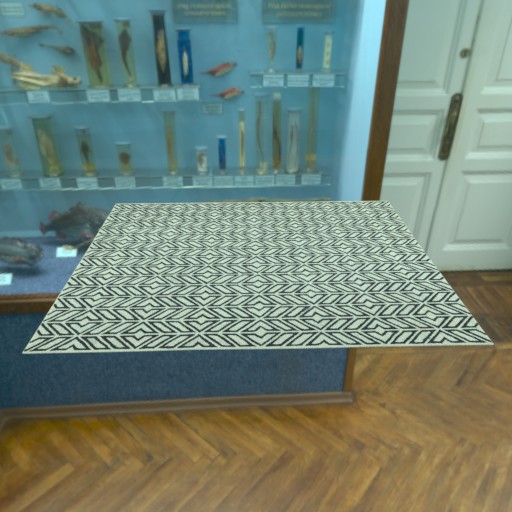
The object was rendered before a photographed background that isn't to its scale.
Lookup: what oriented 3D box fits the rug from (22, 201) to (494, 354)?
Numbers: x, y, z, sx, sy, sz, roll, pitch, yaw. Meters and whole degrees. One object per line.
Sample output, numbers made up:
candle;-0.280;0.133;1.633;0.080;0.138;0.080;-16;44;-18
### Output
rug;0.000;0.000;3.906;3.045;0.008;2.421;-1;30;-1
